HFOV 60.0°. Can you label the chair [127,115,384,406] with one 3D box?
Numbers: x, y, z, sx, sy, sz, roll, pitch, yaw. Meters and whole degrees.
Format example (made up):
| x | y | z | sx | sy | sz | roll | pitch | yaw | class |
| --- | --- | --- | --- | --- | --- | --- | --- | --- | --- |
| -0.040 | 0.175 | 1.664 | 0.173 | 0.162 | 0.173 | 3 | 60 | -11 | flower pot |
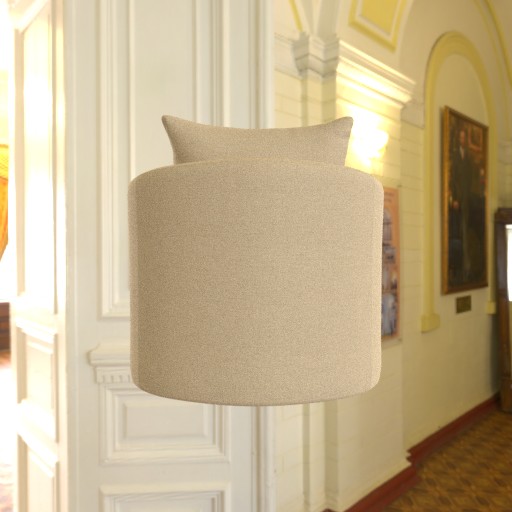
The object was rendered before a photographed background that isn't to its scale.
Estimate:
| x | y | z | sx | sy | sz | roll | pitch | yaw | class |
| --- | --- | --- | --- | --- | --- | --- | --- | --- | --- |
| 0.000 | 0.000 | 1.592 | 0.845 | 0.848 | 0.910 | 0 | 0 | 1 | chair |
